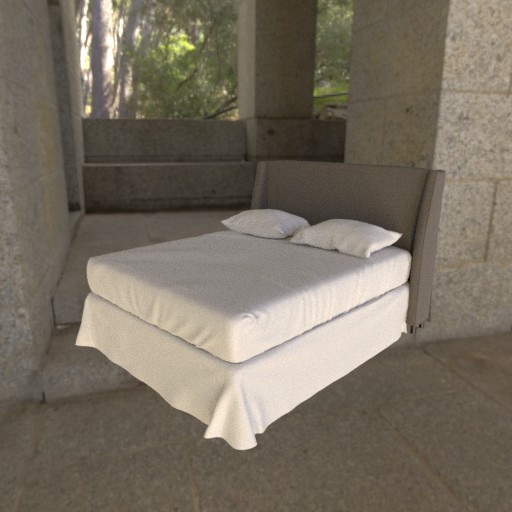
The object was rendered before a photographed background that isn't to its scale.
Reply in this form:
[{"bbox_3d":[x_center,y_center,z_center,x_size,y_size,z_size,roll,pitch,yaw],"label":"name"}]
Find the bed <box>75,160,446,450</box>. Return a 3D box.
[{"bbox_3d":[0.000,0.000,3.444,1.925,1.332,2.276,14,21,43],"label":"bed"}]
